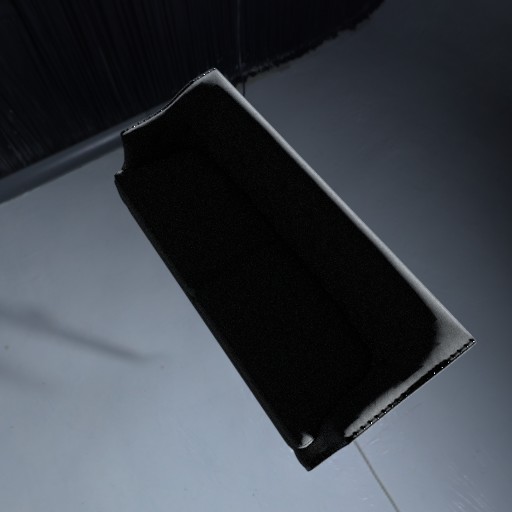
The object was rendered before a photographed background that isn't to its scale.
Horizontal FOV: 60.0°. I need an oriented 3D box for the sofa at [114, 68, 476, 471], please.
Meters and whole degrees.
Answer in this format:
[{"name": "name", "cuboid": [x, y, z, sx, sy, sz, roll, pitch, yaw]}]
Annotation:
[{"name": "sofa", "cuboid": [0.000, 0.000, 2.674, 0.914, 0.901, 2.235, -32, 67, -16]}]
